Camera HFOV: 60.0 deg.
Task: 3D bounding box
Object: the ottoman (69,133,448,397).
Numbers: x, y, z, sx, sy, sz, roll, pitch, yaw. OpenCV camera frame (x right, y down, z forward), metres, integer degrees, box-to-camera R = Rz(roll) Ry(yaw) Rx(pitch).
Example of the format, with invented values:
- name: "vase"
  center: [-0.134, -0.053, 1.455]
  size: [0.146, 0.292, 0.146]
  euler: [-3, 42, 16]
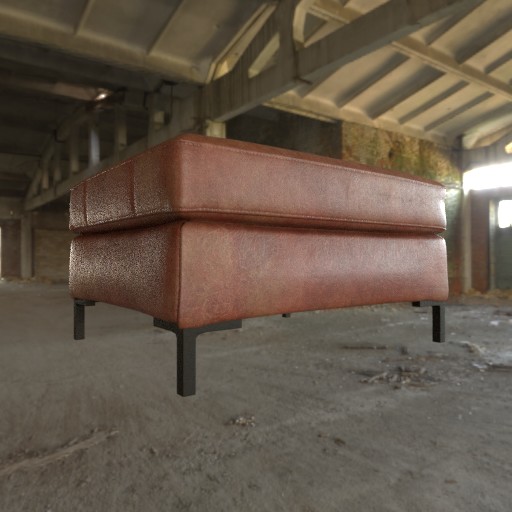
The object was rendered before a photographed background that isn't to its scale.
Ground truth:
- name: "ottoman"
  center: [0.000, 0.000, 1.751]
  size: [1.186, 0.667, 0.965]
  euler: [0, 0, -37]
